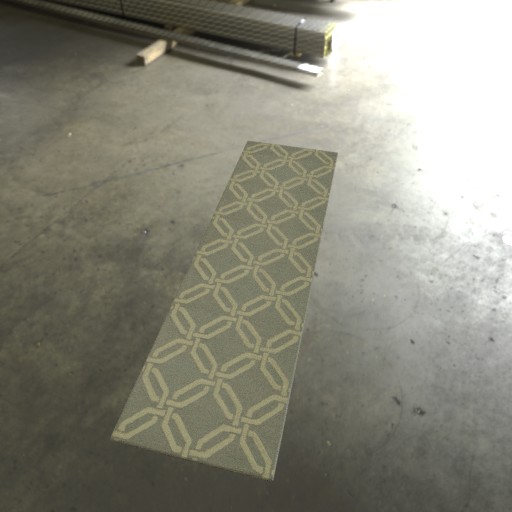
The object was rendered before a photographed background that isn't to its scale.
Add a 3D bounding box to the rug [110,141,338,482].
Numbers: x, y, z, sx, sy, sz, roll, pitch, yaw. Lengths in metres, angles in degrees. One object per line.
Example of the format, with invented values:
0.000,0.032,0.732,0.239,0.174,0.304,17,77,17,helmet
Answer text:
0.000,0.000,2.504,0.678,0.014,2.276,10,47,9,rug
